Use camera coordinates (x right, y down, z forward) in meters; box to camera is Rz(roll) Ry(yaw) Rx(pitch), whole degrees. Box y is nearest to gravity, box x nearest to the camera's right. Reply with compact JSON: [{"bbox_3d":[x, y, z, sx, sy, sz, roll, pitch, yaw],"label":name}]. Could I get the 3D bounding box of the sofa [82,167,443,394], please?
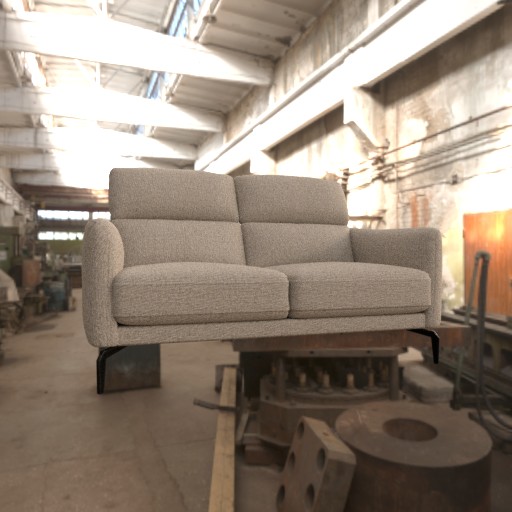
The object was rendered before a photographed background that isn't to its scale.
[{"bbox_3d":[0.000,0.000,2.128,1.540,0.950,0.905,0,-1,-18],"label":"sofa"}]
